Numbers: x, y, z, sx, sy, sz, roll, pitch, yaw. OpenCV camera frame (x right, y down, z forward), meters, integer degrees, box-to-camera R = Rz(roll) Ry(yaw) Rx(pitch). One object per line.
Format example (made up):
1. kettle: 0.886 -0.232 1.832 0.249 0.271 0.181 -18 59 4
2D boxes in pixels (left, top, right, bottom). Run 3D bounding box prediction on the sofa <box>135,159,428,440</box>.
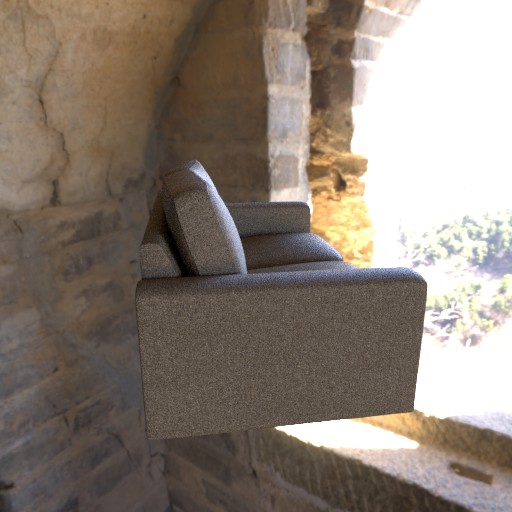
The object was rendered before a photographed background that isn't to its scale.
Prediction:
1. sofa: 0.000 0.000 2.224 1.016 0.873 1.616 -3 17 -9
